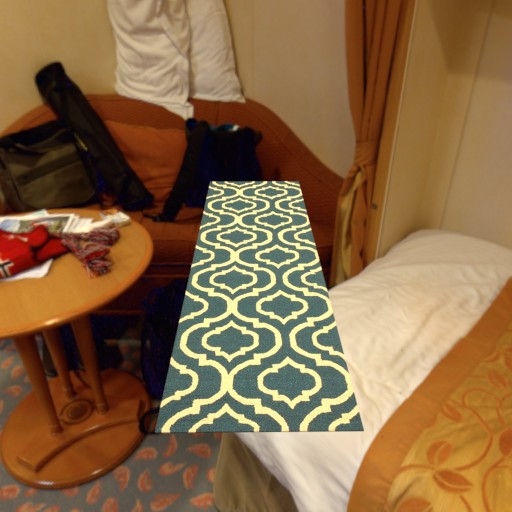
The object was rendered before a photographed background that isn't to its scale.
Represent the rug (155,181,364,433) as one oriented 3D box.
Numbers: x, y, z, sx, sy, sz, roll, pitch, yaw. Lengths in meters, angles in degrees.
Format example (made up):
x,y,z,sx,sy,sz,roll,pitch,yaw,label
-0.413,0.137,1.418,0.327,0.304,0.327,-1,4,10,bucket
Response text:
x,y,z,sx,sy,sz,roll,pitch,yaw,label
0.000,0.000,2.445,0.685,0.006,2.296,0,30,-1,rug
